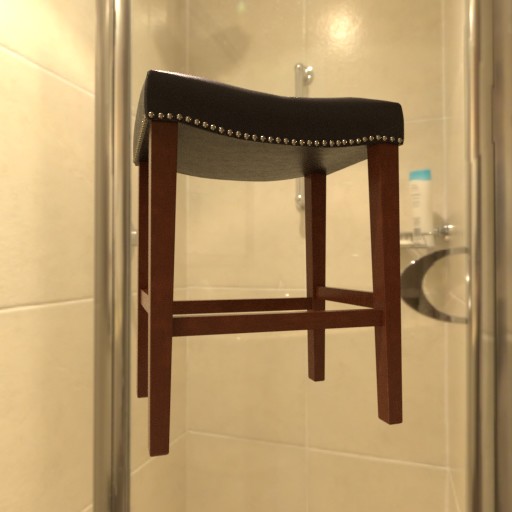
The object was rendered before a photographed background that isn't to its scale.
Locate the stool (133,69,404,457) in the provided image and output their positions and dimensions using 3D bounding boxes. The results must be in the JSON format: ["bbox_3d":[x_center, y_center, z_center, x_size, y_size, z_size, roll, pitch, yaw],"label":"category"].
[{"bbox_3d":[0.000,0.000,0.961,0.504,0.654,0.372,0,-1,-18],"label":"stool"}]
